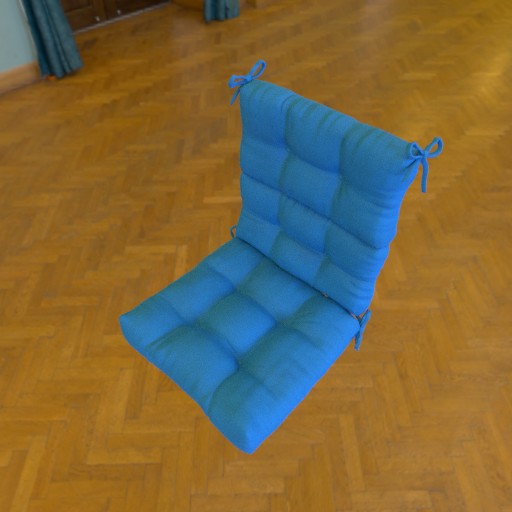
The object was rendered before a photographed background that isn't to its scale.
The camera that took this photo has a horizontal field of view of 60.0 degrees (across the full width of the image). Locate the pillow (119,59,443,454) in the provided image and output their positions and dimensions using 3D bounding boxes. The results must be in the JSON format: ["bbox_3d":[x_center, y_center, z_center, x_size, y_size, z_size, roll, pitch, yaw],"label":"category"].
[{"bbox_3d":[0.000,0.000,1.028,0.519,0.605,0.571,34,56,27],"label":"pillow"}]
